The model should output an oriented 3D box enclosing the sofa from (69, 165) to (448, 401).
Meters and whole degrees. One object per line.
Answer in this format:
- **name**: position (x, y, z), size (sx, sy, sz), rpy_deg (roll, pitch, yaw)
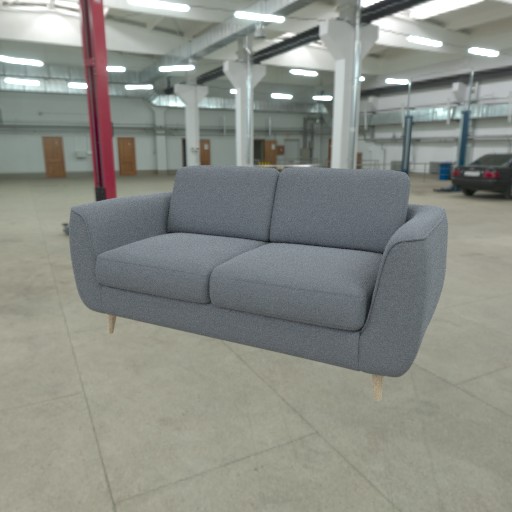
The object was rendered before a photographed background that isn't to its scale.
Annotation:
- **sofa**: position (0.000, 0.000, 2.189), size (1.700, 0.850, 0.920), rpy_deg (7, 15, 26)
